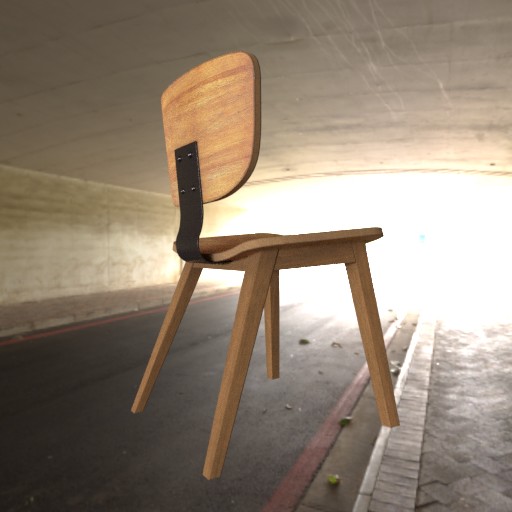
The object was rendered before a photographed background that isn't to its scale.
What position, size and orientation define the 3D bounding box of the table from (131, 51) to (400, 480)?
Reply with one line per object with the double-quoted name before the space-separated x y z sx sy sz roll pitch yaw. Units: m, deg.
"table" 0.000 0.000 1.115 0.500 0.805 0.499 -1 1 -35
